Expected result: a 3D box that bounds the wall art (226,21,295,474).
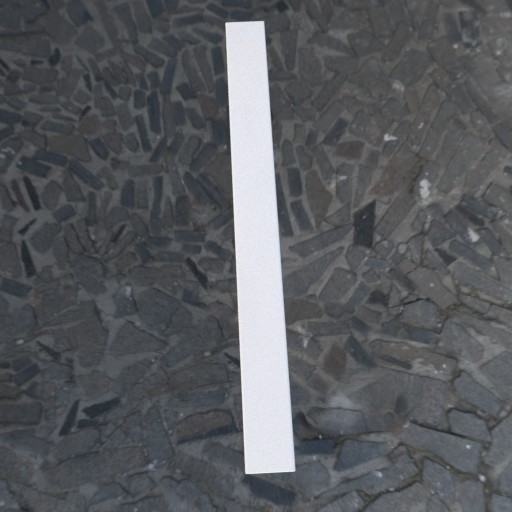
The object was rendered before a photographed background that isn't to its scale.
[{"bbox_3d":[0.000,0.000,0.486,0.039,0.254,0.384,-3,76,-1],"label":"wall art"}]
